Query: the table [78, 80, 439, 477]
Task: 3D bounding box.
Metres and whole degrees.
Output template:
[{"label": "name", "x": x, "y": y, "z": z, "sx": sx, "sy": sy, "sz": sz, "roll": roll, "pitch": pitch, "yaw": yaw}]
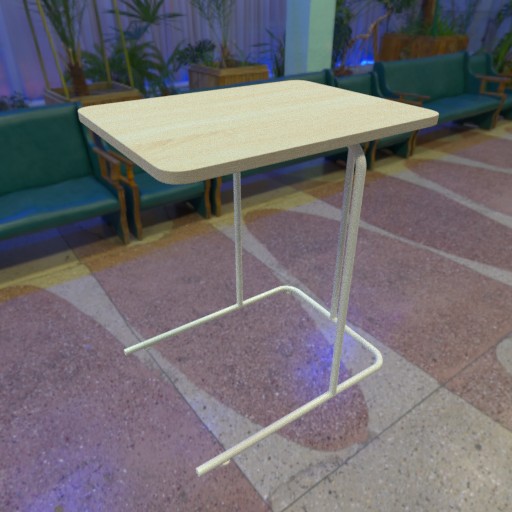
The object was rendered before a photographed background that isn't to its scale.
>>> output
[{"label": "table", "x": 0.000, "y": 0.000, "z": 0.860, "sx": 0.480, "sy": 0.550, "sz": 0.370, "roll": -19, "pitch": 36, "yaw": -29}]
